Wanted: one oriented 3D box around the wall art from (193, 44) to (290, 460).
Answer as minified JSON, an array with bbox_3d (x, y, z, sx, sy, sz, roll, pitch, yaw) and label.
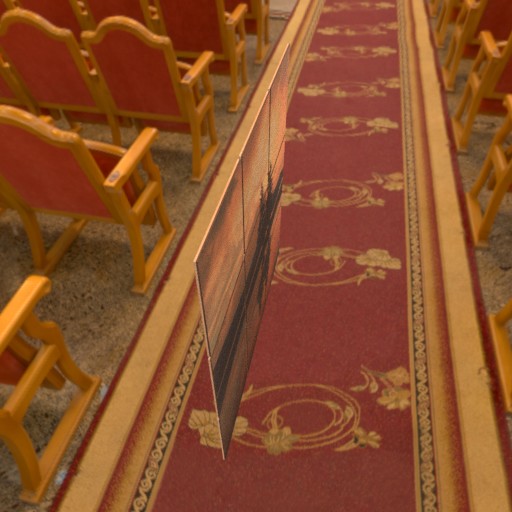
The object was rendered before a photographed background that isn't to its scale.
[{"bbox_3d":[0.000,0.000,2.264,0.013,1.525,1.520,9,47,9],"label":"wall art"}]
